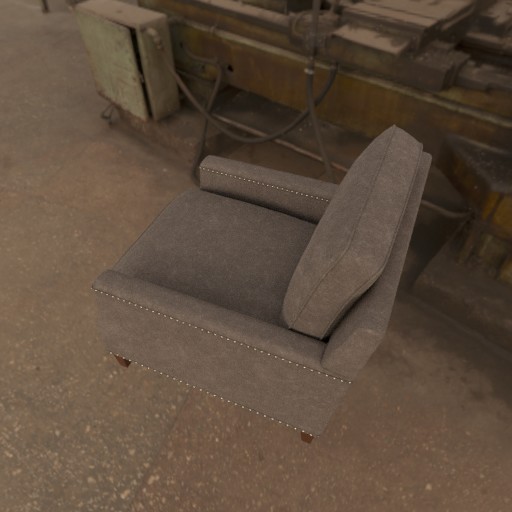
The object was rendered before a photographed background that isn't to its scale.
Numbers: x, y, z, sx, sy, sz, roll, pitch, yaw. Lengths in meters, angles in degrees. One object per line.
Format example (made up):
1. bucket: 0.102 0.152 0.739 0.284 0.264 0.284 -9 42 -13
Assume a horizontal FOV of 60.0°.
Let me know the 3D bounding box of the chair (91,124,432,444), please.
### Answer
1. chair: 0.000 0.000 1.681 1.014 0.948 0.853 17 48 16
